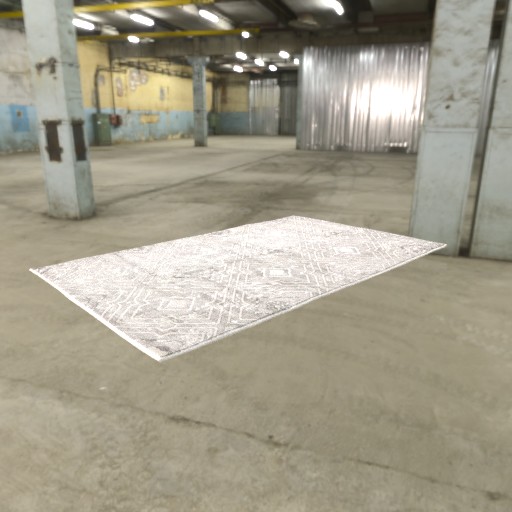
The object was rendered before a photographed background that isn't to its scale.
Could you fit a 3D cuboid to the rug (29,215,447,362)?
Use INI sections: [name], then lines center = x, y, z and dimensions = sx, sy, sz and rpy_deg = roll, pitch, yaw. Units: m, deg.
[rug]
center = 0.000, 0.000, 3.018
dimensions = 2.447, 0.036, 1.537
rpy_deg = -15, 22, -41
